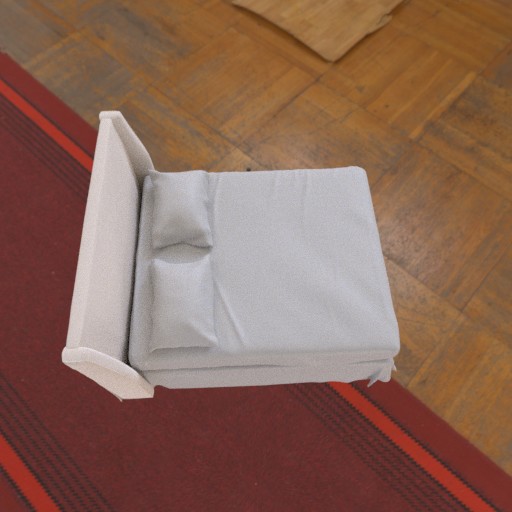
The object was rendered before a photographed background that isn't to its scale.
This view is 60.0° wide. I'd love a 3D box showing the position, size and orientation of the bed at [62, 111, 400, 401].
[{"bbox_3d":[0.000,0.000,3.487,2.276,1.332,1.925,-2,63,-1],"label":"bed"}]
